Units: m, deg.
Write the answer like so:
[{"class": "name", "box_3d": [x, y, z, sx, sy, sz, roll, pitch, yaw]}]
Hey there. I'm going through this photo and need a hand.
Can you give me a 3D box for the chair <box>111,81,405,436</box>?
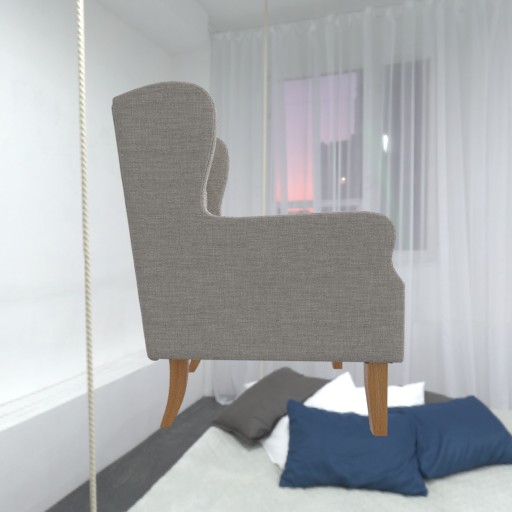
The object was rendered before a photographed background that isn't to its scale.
[{"class": "chair", "box_3d": [0.000, 0.000, 1.472, 0.760, 0.930, 0.710, 0, 2, 0]}]
